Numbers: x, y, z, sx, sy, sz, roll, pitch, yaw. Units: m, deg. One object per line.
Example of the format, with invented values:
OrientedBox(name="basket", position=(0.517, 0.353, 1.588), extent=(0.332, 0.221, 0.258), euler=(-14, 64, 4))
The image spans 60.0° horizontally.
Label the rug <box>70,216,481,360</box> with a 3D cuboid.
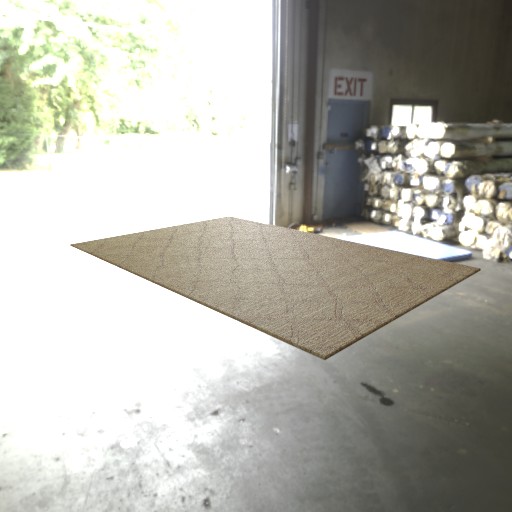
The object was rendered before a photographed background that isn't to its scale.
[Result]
OrientedBox(name="rug", position=(0.000, 0.000, 2.928), extent=(1.528, 0.014, 2.292), euler=(-15, 22, -42))
